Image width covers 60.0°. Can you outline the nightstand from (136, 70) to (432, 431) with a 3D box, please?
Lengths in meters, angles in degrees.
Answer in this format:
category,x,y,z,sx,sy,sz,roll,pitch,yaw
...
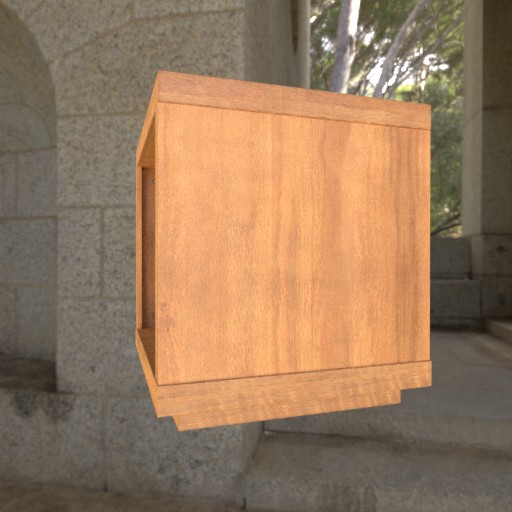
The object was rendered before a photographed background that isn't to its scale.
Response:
category,x,y,z,sx,sy,sz,roll,pitch,yaw
nightstand,0.000,0.000,0.880,0.436,0.491,0.493,0,0,-18
